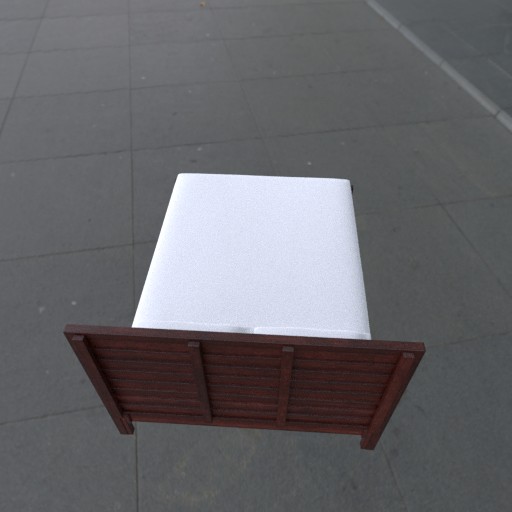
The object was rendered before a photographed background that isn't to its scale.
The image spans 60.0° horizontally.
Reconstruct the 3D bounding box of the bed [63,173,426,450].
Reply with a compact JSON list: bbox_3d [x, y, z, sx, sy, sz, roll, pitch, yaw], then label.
[{"bbox_3d":[0.000,0.000,3.955,2.040,1.492,2.803,3,47,2],"label":"bed"}]
